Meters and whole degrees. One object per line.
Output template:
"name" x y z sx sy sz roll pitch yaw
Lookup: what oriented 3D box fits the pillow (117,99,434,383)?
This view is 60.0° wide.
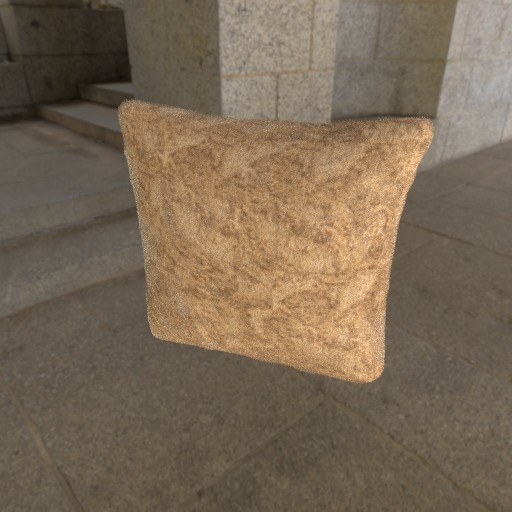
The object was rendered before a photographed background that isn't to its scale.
"pillow" 0.000 0.000 0.816 0.538 0.525 0.216 9 28 17
